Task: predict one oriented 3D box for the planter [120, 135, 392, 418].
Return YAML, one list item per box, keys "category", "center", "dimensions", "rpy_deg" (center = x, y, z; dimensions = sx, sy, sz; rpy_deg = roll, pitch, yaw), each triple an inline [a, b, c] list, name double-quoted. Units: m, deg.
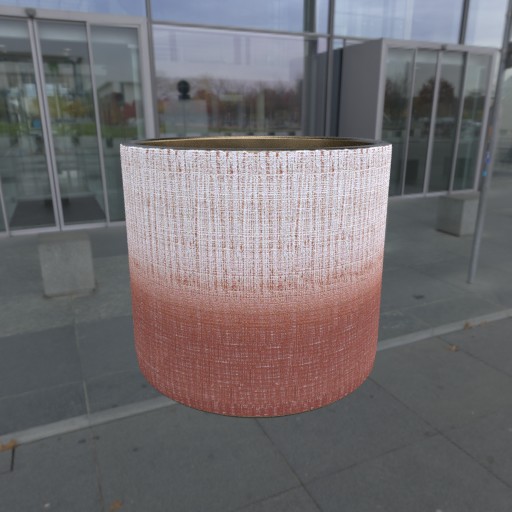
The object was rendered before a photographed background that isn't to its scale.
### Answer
- category: "planter"
  center: [0.000, 0.000, 0.397]
  dimensions: [0.221, 0.201, 0.221]
  rpy_deg: [0, 17, 0]
